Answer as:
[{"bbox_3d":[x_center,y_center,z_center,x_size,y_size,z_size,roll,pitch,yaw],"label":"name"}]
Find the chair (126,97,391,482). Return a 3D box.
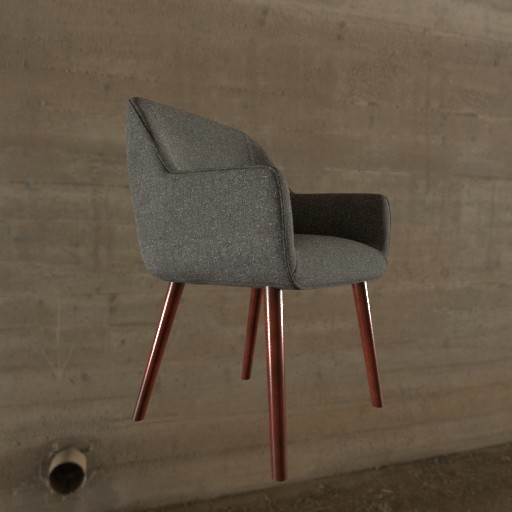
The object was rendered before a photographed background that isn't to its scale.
[{"bbox_3d":[0.000,0.000,1.134,0.519,0.803,0.543,1,1,37],"label":"chair"}]
